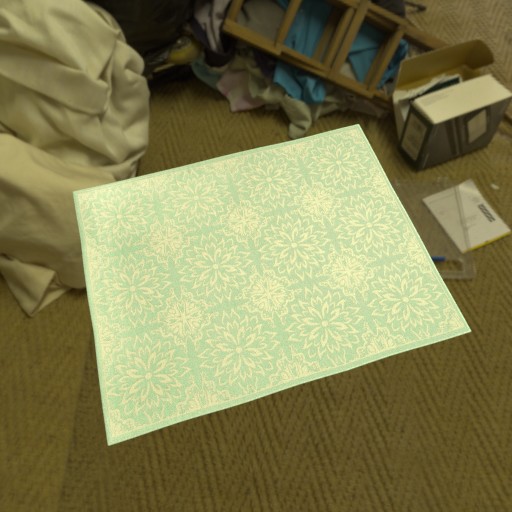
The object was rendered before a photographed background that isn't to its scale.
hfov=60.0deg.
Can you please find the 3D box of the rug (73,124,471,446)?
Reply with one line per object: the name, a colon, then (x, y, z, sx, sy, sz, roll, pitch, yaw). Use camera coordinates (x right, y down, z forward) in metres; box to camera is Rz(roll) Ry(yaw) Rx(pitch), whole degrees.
rug: (0.000, 0.000, 3.956, 2.980, 0.012, 2.363, -15, 64, -8)
